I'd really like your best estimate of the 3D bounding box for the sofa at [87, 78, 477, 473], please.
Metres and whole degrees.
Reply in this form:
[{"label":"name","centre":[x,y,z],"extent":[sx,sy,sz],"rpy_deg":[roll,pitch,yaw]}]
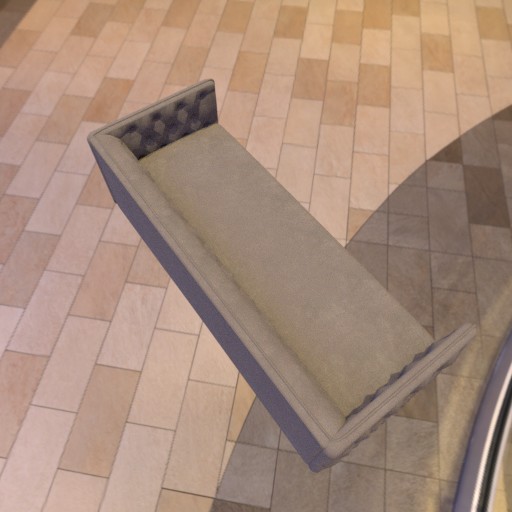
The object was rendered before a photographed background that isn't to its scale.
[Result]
[{"label":"sofa","centre":[0.000,0.000,2.580],"extent":[0.895,0.771,2.209],"rpy_deg":[-32,64,-18]}]
